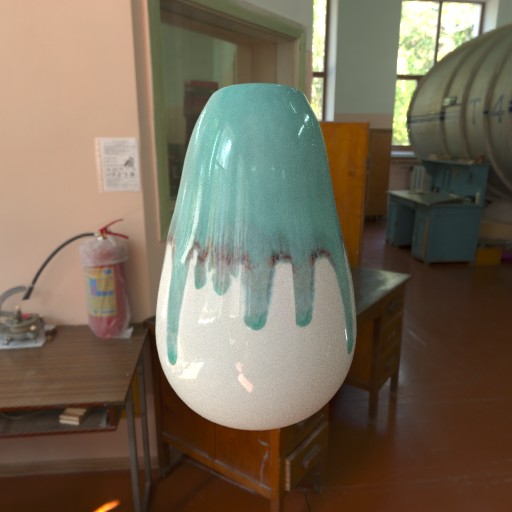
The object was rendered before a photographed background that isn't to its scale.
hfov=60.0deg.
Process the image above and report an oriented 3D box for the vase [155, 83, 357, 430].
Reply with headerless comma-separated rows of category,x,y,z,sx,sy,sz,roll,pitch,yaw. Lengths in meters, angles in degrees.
vase,0.000,0.000,0.252,0.116,0.179,0.116,0,15,0
